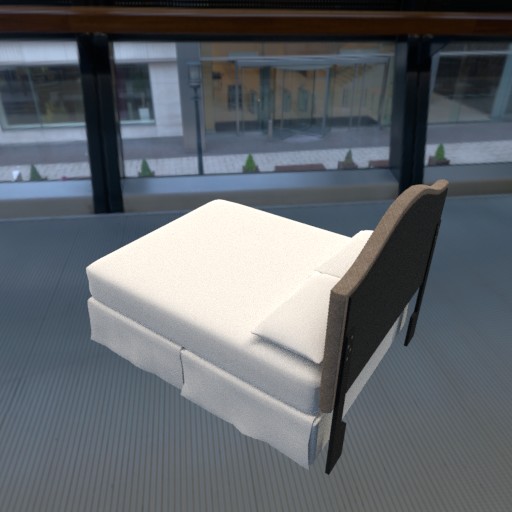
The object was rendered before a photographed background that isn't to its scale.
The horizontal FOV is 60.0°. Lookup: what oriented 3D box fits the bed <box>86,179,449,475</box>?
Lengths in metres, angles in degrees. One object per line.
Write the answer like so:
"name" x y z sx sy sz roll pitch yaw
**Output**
"bed" 0.000 0.000 3.295 2.153 1.518 1.713 20 36 30
